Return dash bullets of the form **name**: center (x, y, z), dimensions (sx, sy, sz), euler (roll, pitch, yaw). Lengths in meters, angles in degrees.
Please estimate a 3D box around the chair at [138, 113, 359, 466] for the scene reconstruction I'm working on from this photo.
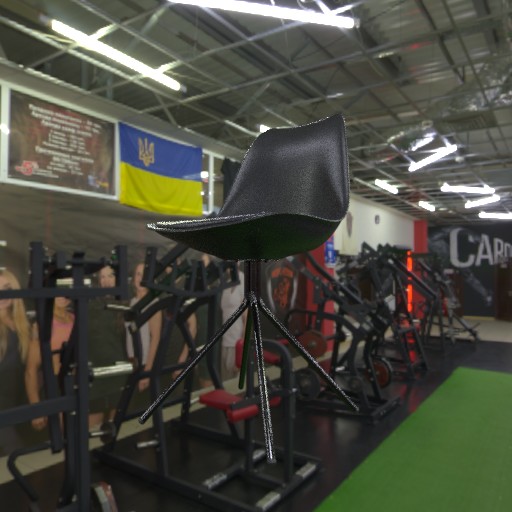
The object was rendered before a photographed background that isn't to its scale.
- **chair**: center (0.000, 0.000, 1.179), dimensions (0.461, 0.850, 0.525), euler (-1, -2, 37)
